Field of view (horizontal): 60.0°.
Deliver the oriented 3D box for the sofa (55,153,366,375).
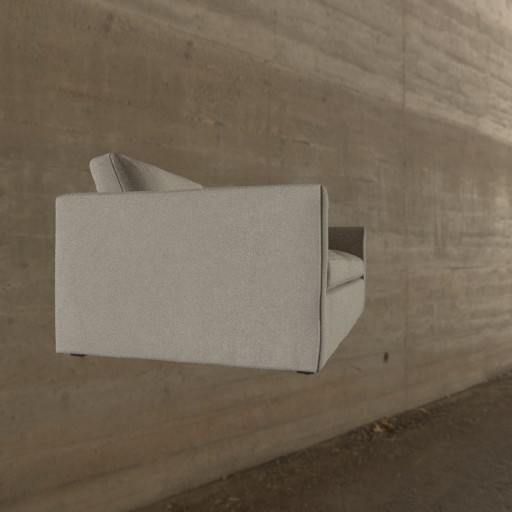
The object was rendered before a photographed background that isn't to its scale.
[{"bbox_3d":[0.000,0.000,2.493,1.091,0.839,1.905,0,-1,18],"label":"sofa"}]
